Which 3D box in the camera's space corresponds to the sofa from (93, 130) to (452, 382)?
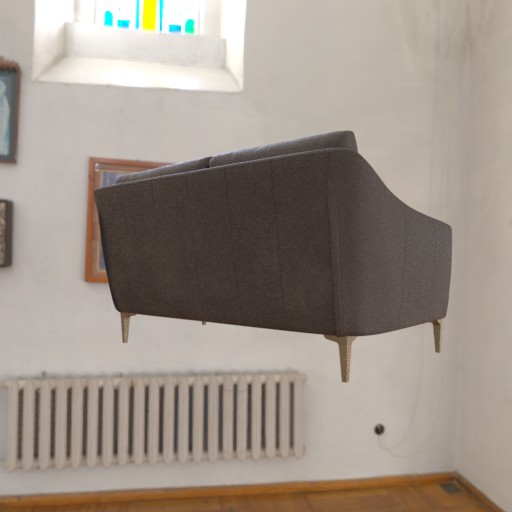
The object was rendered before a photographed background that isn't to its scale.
[{"bbox_3d":[0.000,0.000,2.190,1.619,0.902,0.960,-1,-1,37],"label":"sofa"}]
